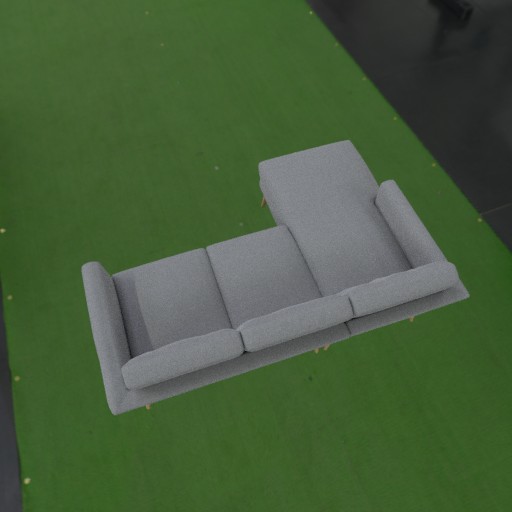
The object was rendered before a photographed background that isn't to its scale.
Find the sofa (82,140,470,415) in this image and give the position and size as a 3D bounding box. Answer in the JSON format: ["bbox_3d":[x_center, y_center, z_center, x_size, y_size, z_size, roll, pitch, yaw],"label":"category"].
[{"bbox_3d":[0.000,0.000,2.846,2.040,0.860,1.530,-16,59,-10],"label":"sofa"}]
